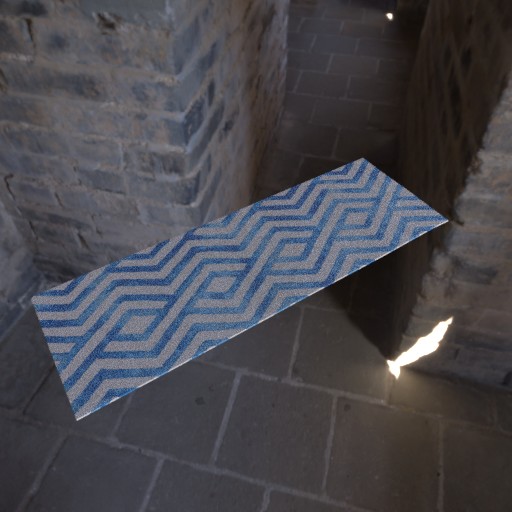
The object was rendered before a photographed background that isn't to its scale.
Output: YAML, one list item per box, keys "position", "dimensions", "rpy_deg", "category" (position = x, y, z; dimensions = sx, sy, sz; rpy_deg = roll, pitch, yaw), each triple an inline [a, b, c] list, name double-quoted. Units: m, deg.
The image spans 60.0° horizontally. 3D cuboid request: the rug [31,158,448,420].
- position: [0.000, 0.000, 1.629]
  dimensions: [1.492, 0.007, 0.503]
  rpy_deg: [-25, 52, -21]
  category: "rug"
